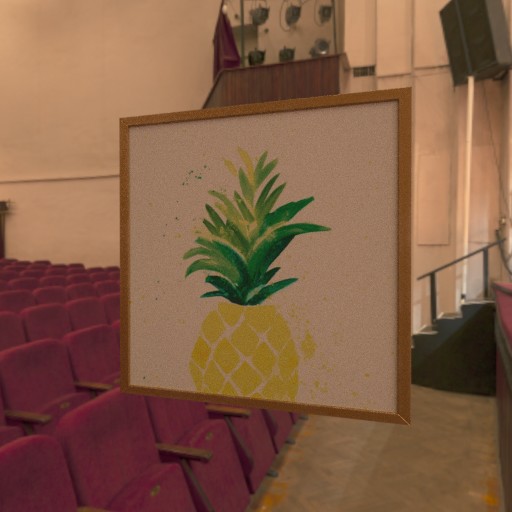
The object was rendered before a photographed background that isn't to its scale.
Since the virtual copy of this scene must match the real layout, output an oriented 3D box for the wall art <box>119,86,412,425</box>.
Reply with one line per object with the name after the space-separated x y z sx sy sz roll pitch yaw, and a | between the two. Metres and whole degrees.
0.000 0.000 0.463 0.306 0.305 0.038 0 1 18 | wall art
